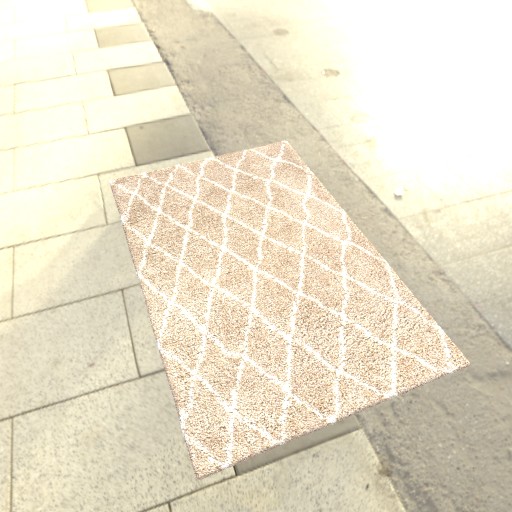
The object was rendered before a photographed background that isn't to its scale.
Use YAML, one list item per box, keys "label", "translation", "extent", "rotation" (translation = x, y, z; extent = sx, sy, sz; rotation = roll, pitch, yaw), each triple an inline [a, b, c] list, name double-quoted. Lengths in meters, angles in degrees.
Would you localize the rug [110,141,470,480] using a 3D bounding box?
- label: "rug"
  translation: [0.000, 0.000, 3.399]
  extent: [1.778, 0.030, 2.743]
  rotation: [-16, 49, -15]
